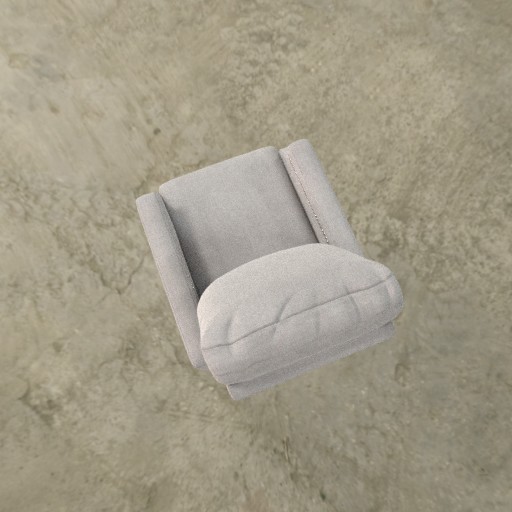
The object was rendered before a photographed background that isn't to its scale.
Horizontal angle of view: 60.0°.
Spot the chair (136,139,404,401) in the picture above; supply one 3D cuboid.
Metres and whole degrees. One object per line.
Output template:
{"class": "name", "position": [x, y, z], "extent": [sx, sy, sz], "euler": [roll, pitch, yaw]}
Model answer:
{"class": "chair", "position": [0.000, 0.000, 1.693], "extent": [0.710, 1.049, 0.922], "euler": [-21, 75, -6]}
